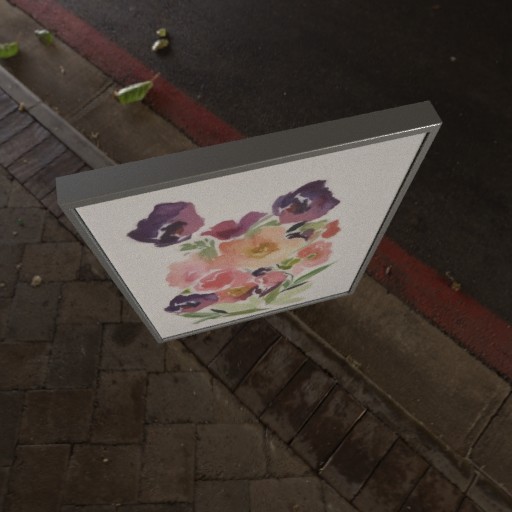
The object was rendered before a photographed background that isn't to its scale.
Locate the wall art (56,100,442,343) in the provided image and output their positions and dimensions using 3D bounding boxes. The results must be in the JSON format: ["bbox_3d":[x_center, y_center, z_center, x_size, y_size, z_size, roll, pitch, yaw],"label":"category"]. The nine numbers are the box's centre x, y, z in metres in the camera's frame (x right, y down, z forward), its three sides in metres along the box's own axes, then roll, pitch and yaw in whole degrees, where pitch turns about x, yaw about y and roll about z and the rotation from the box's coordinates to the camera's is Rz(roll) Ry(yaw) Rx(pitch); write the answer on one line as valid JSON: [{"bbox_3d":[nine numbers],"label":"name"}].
[{"bbox_3d":[0.000,0.000,0.757,0.452,0.549,0.038,-13,64,-7],"label":"wall art"}]
